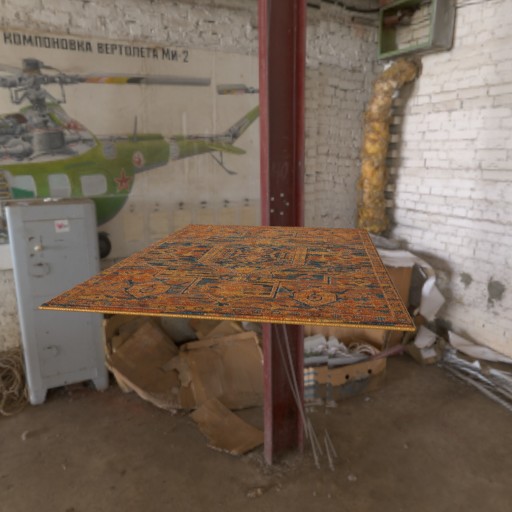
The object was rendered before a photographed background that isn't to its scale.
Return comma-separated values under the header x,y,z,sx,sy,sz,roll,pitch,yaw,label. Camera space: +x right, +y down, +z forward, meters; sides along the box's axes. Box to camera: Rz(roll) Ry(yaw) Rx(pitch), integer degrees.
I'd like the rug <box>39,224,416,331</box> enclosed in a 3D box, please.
x,y,z,sx,sy,sz,roll,pitch,yaw,label
0.000,0.000,2.876,1.588,0.024,2.204,2,14,9,rug
